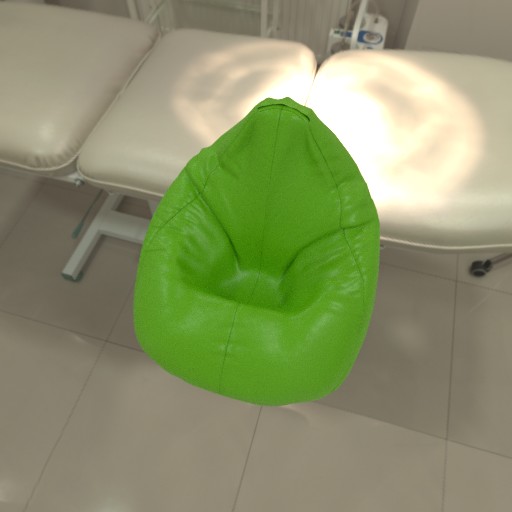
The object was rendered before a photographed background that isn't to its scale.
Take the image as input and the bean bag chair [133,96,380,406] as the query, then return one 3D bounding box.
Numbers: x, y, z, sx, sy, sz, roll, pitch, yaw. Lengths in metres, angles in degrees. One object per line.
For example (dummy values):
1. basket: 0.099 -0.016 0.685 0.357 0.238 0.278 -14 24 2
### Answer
1. bean bag chair: 0.000 0.000 1.870 1.070 0.990 1.070 14 60 8
